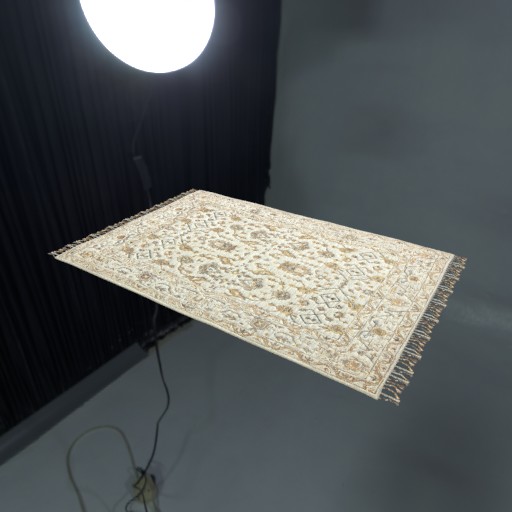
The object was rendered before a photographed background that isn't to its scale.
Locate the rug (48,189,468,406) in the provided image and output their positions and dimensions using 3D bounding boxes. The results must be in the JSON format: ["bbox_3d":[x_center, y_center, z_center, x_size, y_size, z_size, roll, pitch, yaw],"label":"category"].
[{"bbox_3d":[0.000,0.000,3.005,2.434,0.027,1.529,18,34,29],"label":"rug"}]
